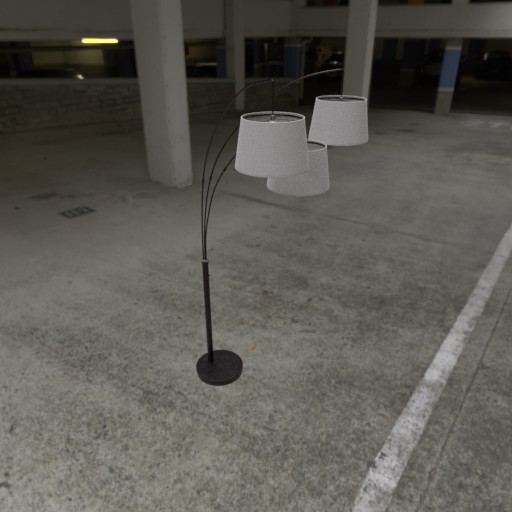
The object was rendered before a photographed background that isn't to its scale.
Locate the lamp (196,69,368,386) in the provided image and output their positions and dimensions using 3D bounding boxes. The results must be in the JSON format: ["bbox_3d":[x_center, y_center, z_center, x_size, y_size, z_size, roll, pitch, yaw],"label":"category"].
[{"bbox_3d":[0.000,0.000,2.517,0.924,1.950,0.951,18,32,31],"label":"lamp"}]
